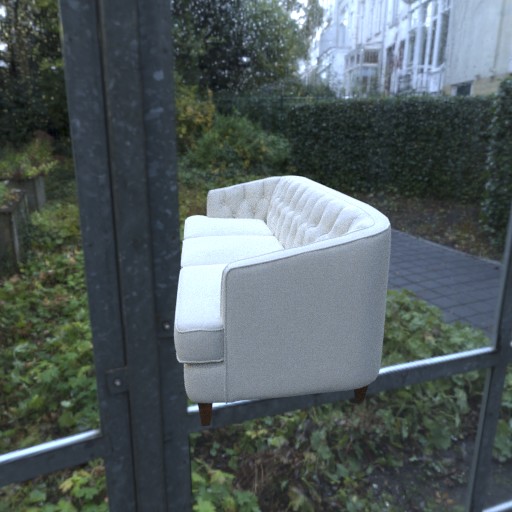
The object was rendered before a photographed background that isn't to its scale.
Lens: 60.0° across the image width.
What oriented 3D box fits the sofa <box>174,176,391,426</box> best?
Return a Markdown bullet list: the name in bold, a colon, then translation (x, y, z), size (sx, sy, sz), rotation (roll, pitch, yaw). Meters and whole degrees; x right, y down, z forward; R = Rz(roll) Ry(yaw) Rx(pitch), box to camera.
- **sofa**: translation (0.000, 0.000, 2.808), size (0.941, 0.855, 2.278), rotation (-2, 16, -7)
